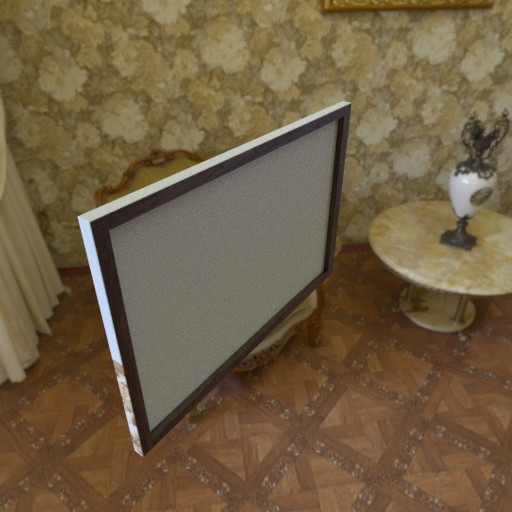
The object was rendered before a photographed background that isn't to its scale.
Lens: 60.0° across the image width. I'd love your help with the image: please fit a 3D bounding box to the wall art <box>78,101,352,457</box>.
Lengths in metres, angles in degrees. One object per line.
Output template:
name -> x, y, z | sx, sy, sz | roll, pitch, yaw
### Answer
wall art -> 0.000, 0.000, 1.941 | 0.051, 1.016, 1.520 | 22, 39, 30
